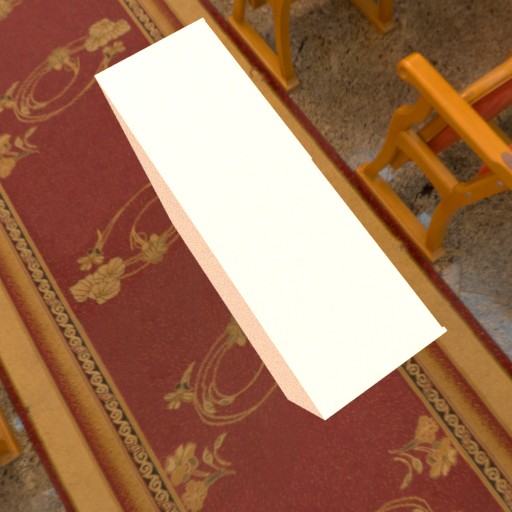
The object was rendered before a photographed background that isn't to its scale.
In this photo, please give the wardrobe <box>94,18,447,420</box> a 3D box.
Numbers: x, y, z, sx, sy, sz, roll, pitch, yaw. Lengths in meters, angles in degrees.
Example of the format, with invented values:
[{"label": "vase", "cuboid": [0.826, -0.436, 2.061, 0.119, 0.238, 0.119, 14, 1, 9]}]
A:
[{"label": "wardrobe", "cuboid": [0.000, 0.000, 2.891, 0.600, 2.020, 1.830, -33, 77, -9]}]
